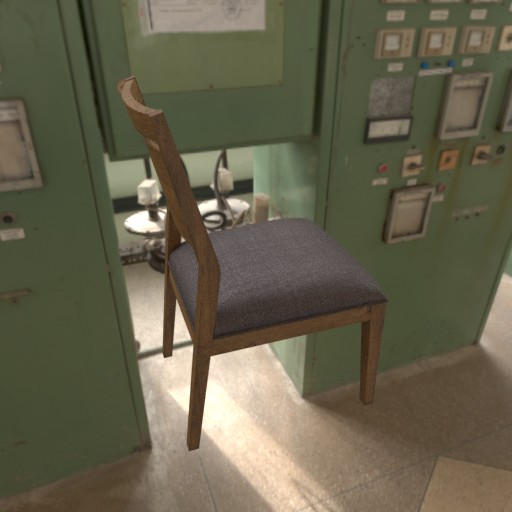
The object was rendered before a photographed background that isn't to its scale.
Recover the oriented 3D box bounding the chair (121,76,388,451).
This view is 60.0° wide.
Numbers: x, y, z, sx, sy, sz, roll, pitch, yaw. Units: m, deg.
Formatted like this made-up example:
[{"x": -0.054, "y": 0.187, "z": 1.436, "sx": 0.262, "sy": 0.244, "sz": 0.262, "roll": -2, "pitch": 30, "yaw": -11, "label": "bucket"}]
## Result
[{"x": 0.000, "y": 0.000, "z": 1.276, "sx": 0.610, "sy": 0.939, "sz": 0.501, "roll": -11, "pitch": 32, "yaw": -17, "label": "chair"}]
